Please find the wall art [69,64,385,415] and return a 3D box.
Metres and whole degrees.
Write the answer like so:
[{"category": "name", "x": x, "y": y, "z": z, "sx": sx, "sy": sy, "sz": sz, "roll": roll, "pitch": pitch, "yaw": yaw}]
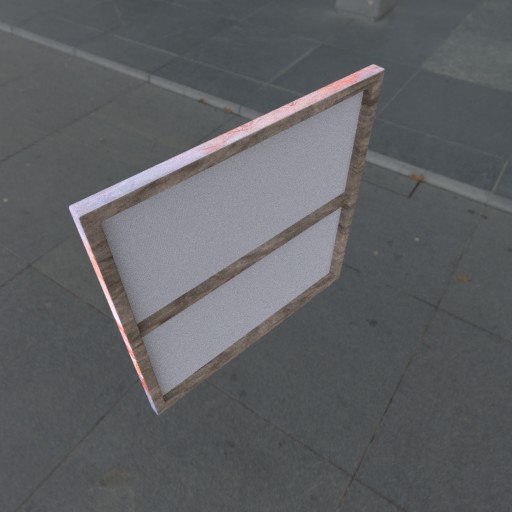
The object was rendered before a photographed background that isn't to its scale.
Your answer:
[{"category": "wall art", "x": 0.000, "y": 0.000, "z": 1.121, "sx": 0.747, "sy": 0.747, "sz": 0.035, "roll": -33, "pitch": 56, "yaw": -26}]
